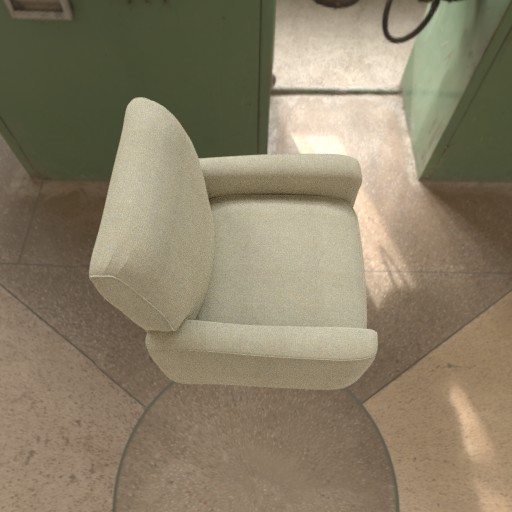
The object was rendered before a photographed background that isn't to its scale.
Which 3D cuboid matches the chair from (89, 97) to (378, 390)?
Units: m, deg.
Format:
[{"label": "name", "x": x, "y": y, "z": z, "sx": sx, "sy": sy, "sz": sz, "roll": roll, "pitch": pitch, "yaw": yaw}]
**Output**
[{"label": "chair", "x": 0.000, "y": 0.000, "z": 1.666, "sx": 0.853, "sy": 1.006, "sz": 0.850, "roll": 2, "pitch": 62, "yaw": 1}]
